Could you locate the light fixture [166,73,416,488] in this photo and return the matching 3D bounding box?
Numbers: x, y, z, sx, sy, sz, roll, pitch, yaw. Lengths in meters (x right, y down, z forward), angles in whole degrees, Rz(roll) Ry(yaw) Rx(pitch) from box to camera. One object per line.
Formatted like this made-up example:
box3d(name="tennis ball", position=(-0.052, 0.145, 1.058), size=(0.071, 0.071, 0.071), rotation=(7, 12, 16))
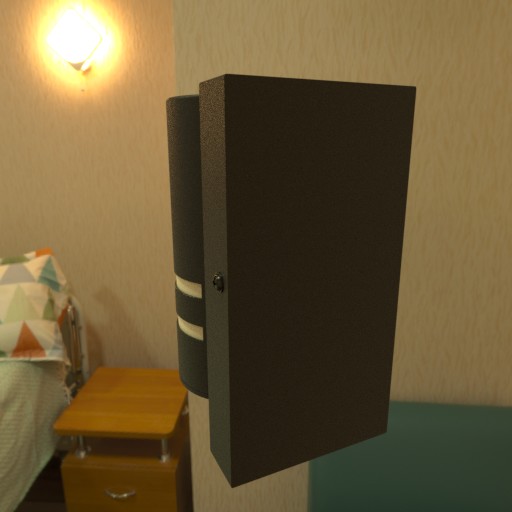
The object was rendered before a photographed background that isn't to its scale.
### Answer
box3d(name="light fixture", position=(0.000, 0.000, 0.261), size=(0.098, 0.179, 0.138), rotation=(-7, 16, -25))
